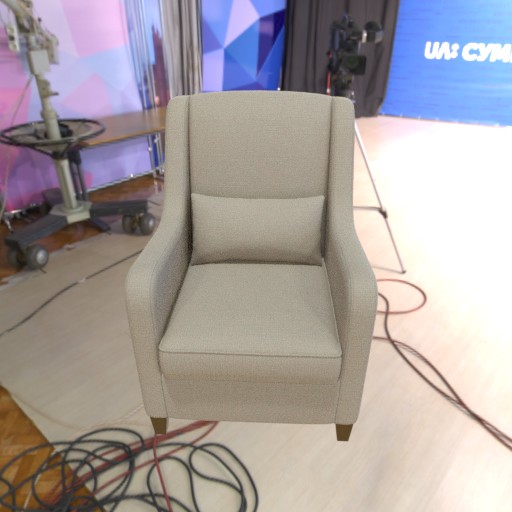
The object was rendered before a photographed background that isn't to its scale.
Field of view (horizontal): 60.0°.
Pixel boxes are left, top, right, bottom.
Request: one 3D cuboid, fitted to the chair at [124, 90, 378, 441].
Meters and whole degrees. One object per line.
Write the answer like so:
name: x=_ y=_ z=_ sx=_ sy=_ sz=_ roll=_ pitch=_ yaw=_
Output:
chair: x=0.000 y=0.000 z=1.624 sx=0.715 sy=1.017 sz=0.896 roll=1 pitch=30 yaw=2
